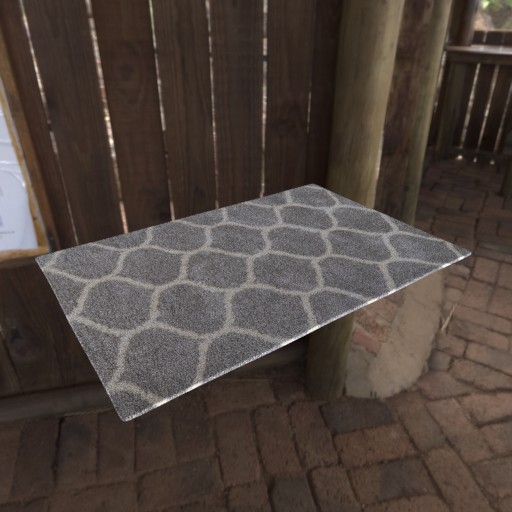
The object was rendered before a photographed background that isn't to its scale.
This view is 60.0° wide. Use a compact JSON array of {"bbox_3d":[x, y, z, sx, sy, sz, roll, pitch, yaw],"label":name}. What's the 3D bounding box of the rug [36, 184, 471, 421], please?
[{"bbox_3d":[0.000,0.000,3.284,2.701,0.026,1.801,-19,35,-30],"label":"rug"}]
